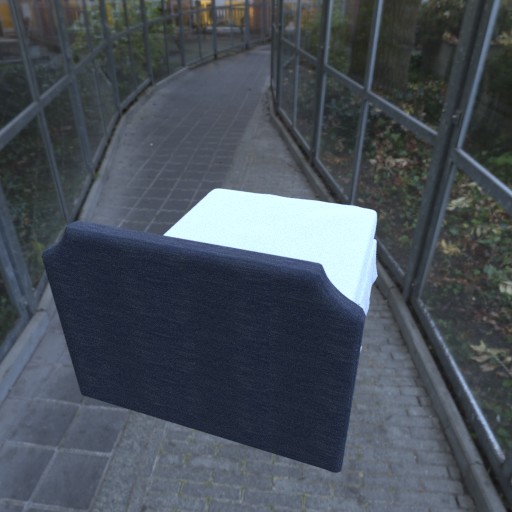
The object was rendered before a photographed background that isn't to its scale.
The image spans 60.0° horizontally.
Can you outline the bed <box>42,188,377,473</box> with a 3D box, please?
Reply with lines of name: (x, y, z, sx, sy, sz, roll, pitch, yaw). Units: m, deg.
bed: (0.000, 0.000, 3.164, 1.693, 1.290, 2.116, 10, 33, 16)
